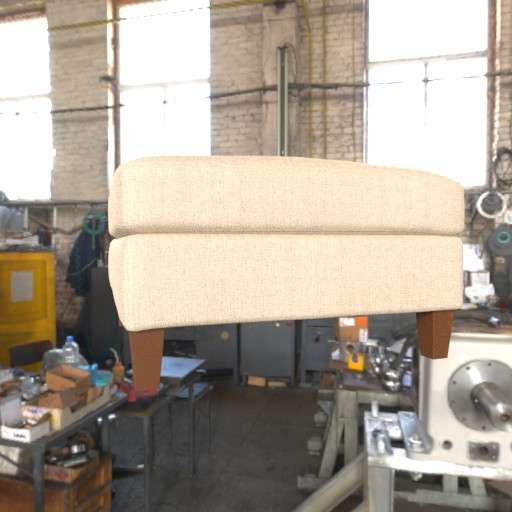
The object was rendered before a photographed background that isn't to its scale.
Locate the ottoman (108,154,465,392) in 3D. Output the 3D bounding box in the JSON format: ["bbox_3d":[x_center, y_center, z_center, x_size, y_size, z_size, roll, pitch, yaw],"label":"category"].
[{"bbox_3d":[0.000,0.000,1.344,0.838,0.503,0.838,-1,2,-19],"label":"ottoman"}]
